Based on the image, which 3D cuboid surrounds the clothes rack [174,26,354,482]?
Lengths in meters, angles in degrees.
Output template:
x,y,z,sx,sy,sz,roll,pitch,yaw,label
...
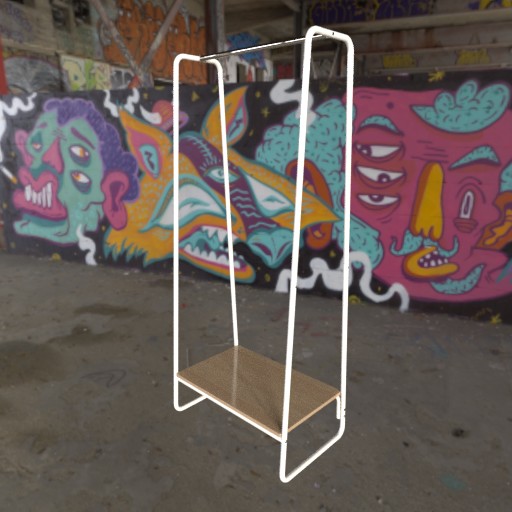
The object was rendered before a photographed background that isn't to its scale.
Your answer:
x,y,z,sx,sy,sz,roll,pitch,yaw,label
0.000,0.000,1.717,0.640,1.500,0.400,14,20,42,clothes rack
